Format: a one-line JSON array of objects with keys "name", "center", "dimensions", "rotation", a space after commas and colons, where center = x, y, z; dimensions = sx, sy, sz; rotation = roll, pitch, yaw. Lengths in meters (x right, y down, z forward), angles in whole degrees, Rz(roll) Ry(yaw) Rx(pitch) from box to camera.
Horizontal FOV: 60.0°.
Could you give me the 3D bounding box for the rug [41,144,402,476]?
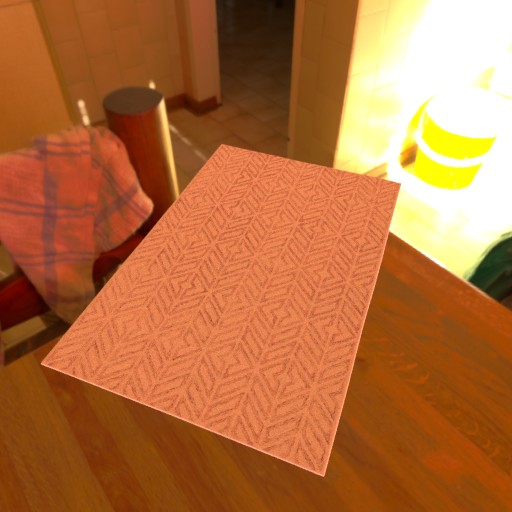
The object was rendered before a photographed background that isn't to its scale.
[{"name": "rug", "center": [0.000, 0.000, 2.292], "dimensions": [1.220, 0.007, 1.828], "rotation": [16, 48, 15]}]
